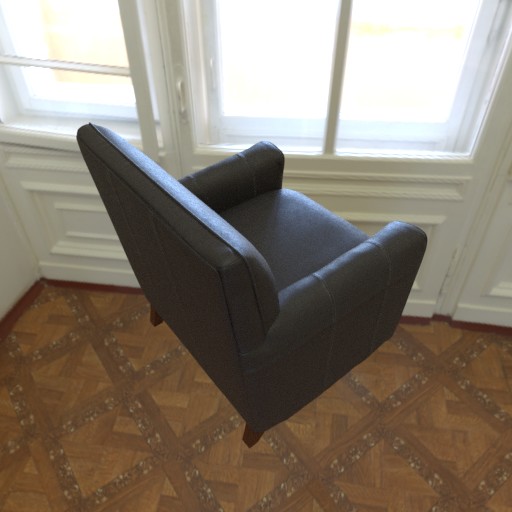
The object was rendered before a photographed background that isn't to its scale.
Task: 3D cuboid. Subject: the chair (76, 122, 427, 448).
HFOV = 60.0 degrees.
[{"bbox_3d":[0.000,0.000,1.615,0.825,0.943,0.870,-27,48,-28],"label":"chair"}]
